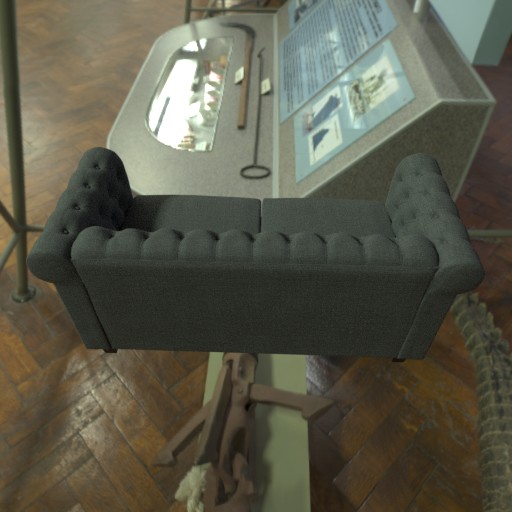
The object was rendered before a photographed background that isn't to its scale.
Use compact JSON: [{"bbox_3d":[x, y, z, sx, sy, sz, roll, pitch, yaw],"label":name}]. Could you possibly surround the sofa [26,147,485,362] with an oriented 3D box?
[{"bbox_3d":[0.000,0.000,2.215,1.798,0.797,0.783,1,46,1],"label":"sofa"}]
